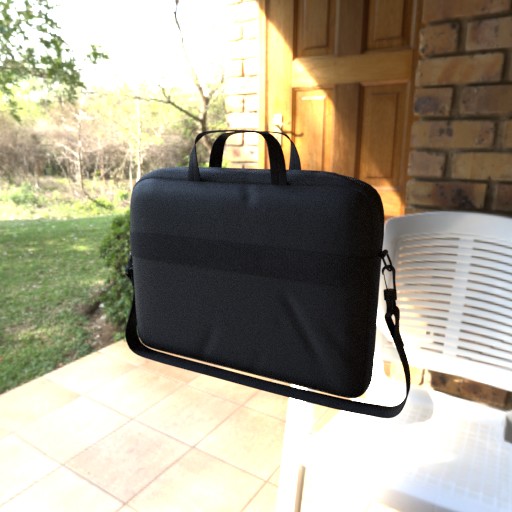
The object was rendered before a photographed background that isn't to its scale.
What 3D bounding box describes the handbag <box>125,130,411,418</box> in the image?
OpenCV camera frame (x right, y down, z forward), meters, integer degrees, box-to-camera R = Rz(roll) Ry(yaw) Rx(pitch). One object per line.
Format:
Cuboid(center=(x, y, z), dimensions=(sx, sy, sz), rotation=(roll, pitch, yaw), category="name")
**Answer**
Cuboid(center=(0.000, 0.000, 0.448), dimensions=(0.320, 0.244, 0.089), rotation=(7, 16, 26), category="handbag")
